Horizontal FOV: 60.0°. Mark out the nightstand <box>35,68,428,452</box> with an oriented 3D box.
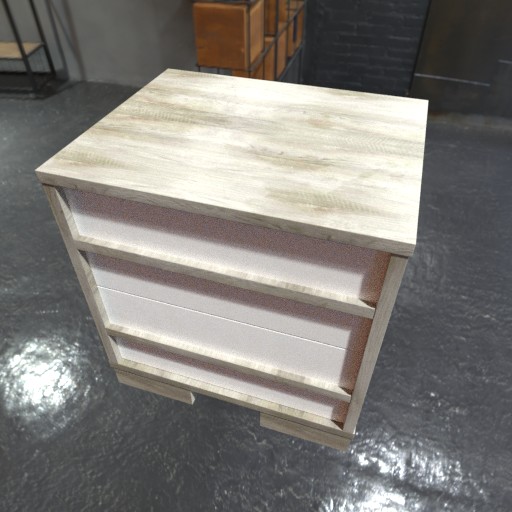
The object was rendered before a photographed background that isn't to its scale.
[{"bbox_3d":[0.000,0.000,0.736,0.427,0.448,0.347,12,44,13],"label":"nightstand"}]
